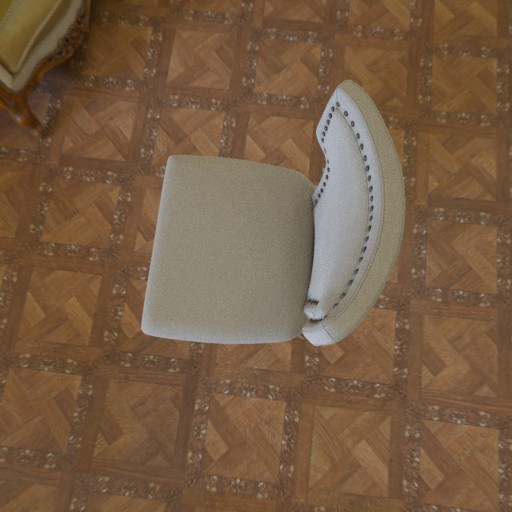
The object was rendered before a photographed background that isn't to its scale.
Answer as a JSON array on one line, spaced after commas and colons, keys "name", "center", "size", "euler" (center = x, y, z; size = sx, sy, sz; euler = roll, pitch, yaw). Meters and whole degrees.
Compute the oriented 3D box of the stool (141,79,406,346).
[{"name": "stool", "center": [0.000, 0.000, 1.295], "size": [0.563, 0.982, 0.527], "euler": [5, 76, 1]}]
